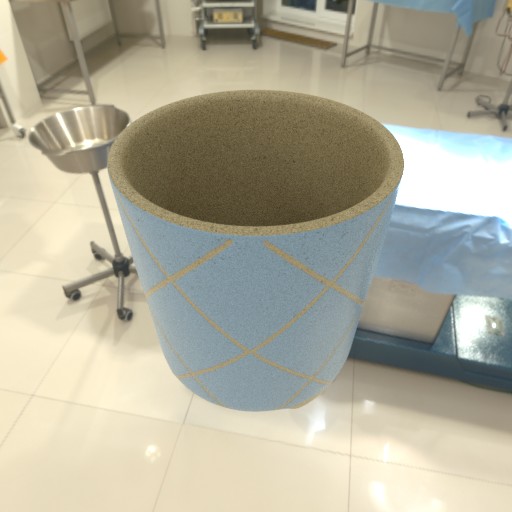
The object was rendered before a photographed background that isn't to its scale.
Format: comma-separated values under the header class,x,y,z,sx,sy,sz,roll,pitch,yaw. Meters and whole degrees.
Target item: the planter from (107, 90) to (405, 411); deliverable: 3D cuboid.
class,x,y,z,sx,sy,sz,roll,pitch,yaw
planter,0.000,0.000,0.425,0.227,0.235,0.227,0,41,0
